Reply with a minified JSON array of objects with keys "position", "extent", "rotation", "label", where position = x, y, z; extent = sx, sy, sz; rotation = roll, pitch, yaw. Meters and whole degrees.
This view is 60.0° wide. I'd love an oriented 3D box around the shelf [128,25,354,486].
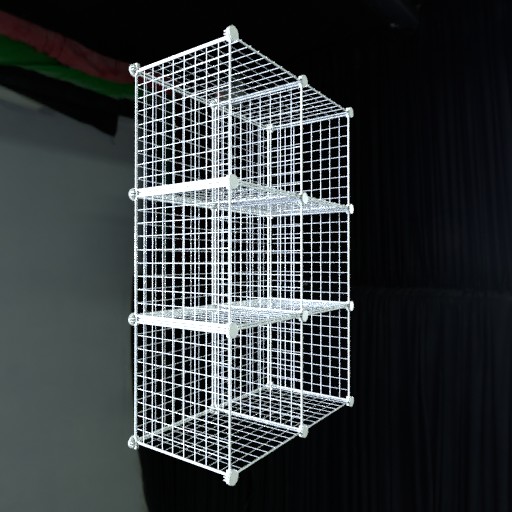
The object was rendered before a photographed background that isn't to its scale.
[{"position":[0.000,0.000,1.408],"extent":[0.356,1.067,0.711],"rotation":[0,-1,35],"label":"shelf"}]
